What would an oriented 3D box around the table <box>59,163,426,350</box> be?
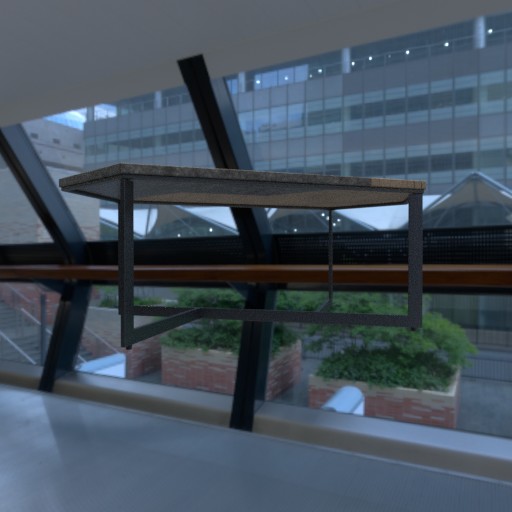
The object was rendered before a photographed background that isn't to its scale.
[{"bbox_3d":[0.000,0.000,1.495,1.219,0.457,0.609,0,1,-18],"label":"table"}]
